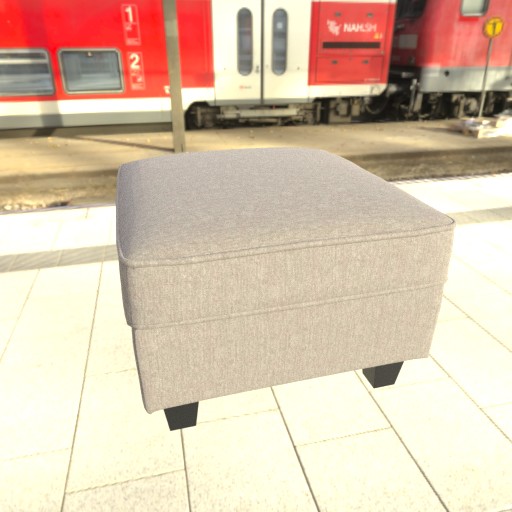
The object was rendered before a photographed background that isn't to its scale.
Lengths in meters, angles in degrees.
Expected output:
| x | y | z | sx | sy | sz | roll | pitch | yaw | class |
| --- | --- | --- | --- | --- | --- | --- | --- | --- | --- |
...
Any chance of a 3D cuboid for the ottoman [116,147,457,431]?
| x | y | z | sx | sy | sz | roll | pitch | yaw | class |
| --- | --- | --- | --- | --- | --- | --- | --- | --- | --- |
| 0.000 | 0.000 | 1.414 | 0.808 | 0.612 | 0.871 | -7 | 27 | -14 | ottoman |
